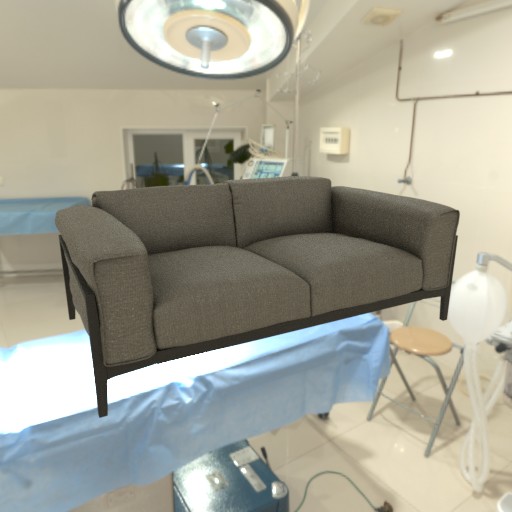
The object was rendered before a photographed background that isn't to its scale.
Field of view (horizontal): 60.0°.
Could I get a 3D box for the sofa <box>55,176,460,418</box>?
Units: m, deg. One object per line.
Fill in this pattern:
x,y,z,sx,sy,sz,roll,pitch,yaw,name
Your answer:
0.000,0.000,2.143,1.690,0.656,0.960,-8,18,-27,sofa
